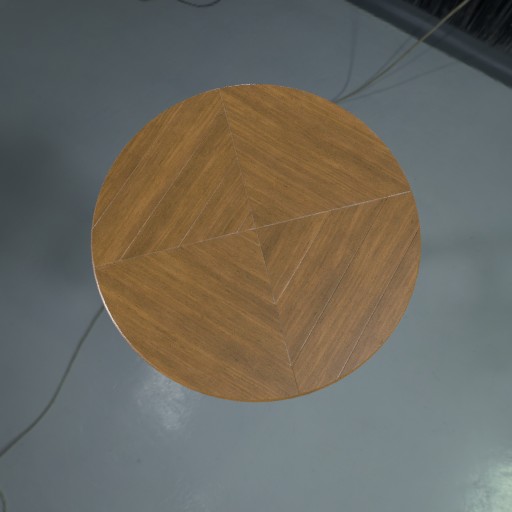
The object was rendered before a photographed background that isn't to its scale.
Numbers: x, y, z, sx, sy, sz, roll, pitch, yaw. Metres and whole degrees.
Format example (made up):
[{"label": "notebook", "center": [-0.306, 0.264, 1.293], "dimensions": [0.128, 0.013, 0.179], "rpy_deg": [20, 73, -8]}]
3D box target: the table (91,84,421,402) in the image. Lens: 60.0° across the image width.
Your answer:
[{"label": "table", "center": [0.000, 0.000, 1.776], "dimensions": [1.055, 0.757, 1.055], "rpy_deg": [0, 77, 0]}]
